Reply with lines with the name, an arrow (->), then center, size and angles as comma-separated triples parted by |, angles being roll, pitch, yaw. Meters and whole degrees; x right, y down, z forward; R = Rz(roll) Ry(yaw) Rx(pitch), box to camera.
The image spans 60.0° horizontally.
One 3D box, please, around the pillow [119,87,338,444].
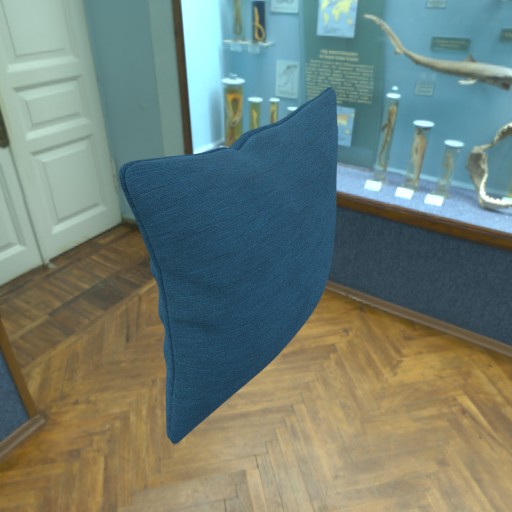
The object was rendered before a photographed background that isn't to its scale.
pillow -> 0.000, 0.000, 0.671 | 0.177, 0.420, 0.437 | 20, 38, 29
